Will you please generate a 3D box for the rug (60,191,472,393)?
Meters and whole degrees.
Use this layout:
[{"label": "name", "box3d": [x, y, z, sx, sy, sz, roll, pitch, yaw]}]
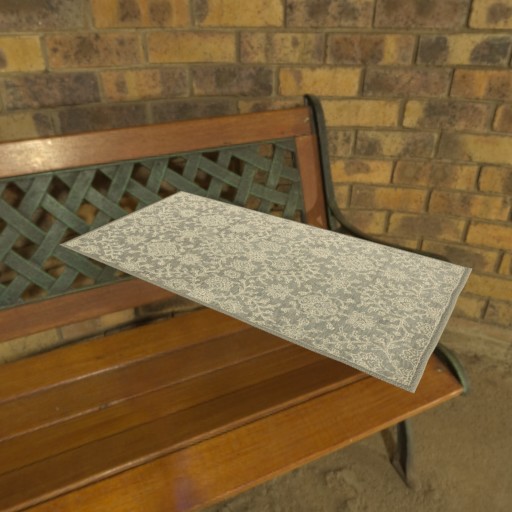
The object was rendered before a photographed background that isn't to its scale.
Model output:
[{"label": "rug", "box3d": [0.000, 0.000, 3.654, 3.048, 0.011, 1.546, 18, 34, 29]}]
